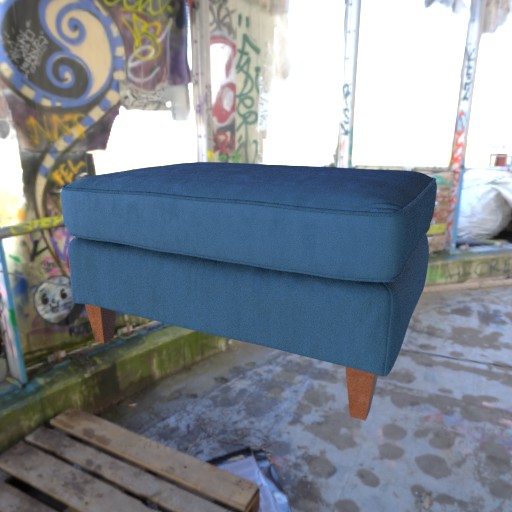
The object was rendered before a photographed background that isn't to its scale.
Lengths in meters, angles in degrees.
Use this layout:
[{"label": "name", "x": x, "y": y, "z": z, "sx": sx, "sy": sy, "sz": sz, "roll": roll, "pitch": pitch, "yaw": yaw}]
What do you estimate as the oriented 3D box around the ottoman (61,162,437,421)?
[{"label": "ottoman", "x": 0.000, "y": 0.000, "z": 1.225, "sx": 0.862, "sy": 0.484, "sz": 0.583, "roll": 8, "pitch": 19, "yaw": 26}]
